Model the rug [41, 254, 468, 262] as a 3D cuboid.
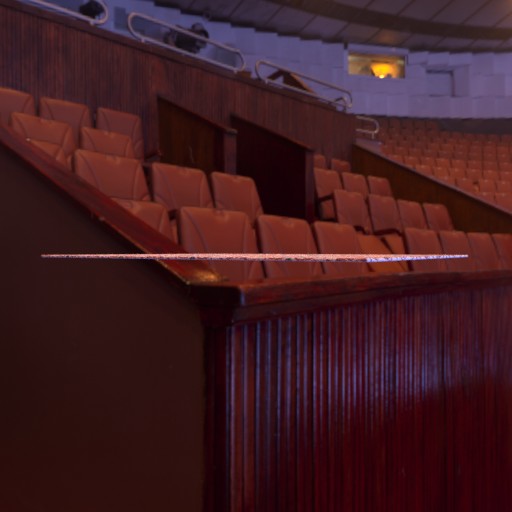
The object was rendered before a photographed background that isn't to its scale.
[{"bbox_3d":[0.000,0.000,4.182,3.215,0.020,2.446,0,1,36],"label":"rug"}]
